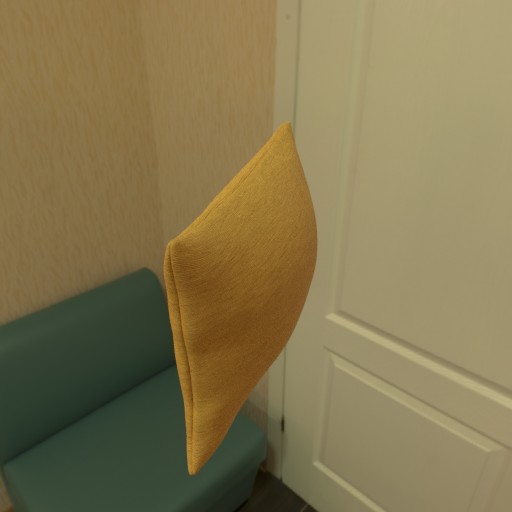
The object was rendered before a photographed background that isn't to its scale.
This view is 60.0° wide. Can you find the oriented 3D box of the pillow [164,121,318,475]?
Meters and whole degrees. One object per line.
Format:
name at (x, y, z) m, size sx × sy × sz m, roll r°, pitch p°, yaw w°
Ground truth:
pillow at (0.000, 0.000, 0.785) m, size 0.210 × 0.354 × 0.634 m, roll 7°, pitch 29°, yaw 12°
